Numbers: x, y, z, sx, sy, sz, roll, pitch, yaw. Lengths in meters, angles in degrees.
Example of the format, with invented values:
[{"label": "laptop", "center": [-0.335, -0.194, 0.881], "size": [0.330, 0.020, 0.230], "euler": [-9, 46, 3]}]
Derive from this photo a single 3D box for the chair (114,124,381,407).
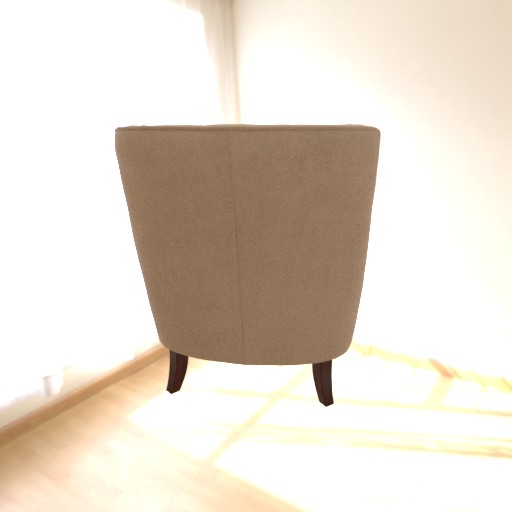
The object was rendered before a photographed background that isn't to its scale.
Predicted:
[{"label": "chair", "center": [0.000, 0.000, 1.634], "size": [0.781, 0.920, 0.910], "euler": [2, 15, 8]}]
